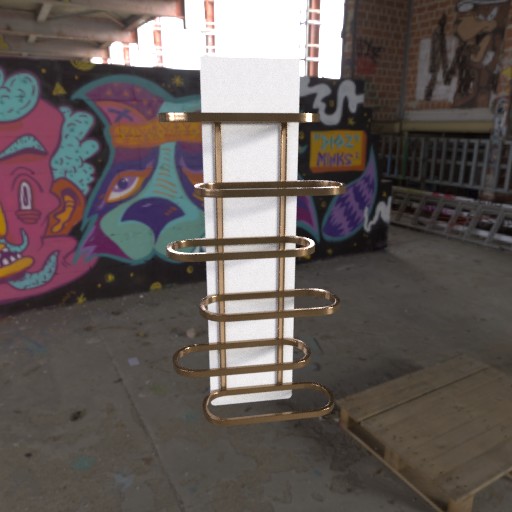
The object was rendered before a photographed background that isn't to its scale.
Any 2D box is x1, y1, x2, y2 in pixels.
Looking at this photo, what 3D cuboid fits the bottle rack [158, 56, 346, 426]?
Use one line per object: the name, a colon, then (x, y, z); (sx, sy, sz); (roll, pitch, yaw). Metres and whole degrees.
bottle rack: (0.000, 0.000, 0.839); (0.332, 0.709, 0.118); (-3, 16, -9)
